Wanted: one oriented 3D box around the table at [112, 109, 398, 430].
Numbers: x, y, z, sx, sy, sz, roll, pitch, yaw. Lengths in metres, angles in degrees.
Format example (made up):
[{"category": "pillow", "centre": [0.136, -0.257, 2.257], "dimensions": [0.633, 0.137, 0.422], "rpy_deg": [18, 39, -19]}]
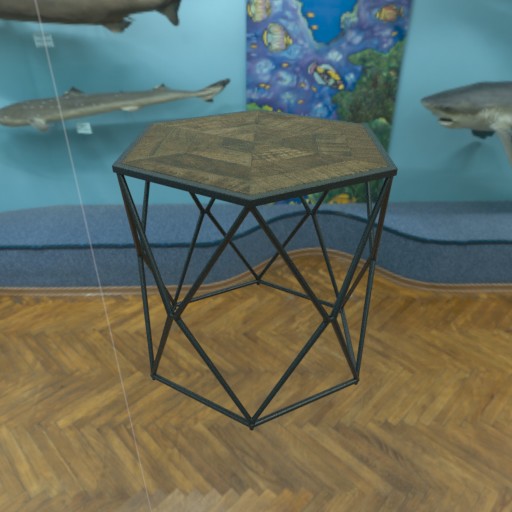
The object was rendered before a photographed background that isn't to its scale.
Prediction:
[{"category": "table", "centre": [0.000, 0.000, 1.080], "dimensions": [0.579, 0.564, 0.578], "rpy_deg": [1, 32, 1]}]
